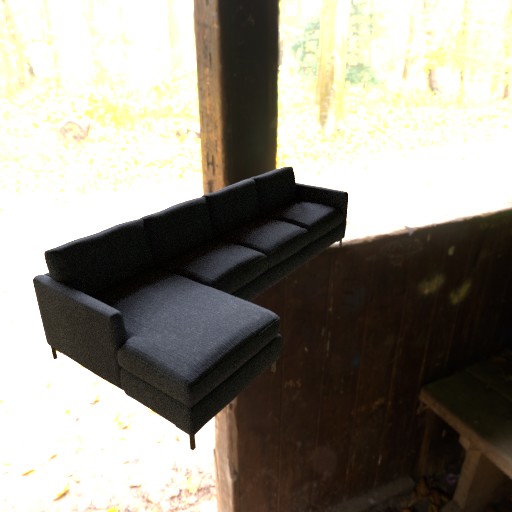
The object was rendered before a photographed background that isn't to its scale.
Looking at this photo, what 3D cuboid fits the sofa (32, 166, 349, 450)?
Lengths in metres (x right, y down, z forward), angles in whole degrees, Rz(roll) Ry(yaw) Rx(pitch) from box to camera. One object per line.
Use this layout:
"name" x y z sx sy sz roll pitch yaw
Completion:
"sofa" 0.000 0.000 3.500 1.350 0.810 2.932 17 29 32
